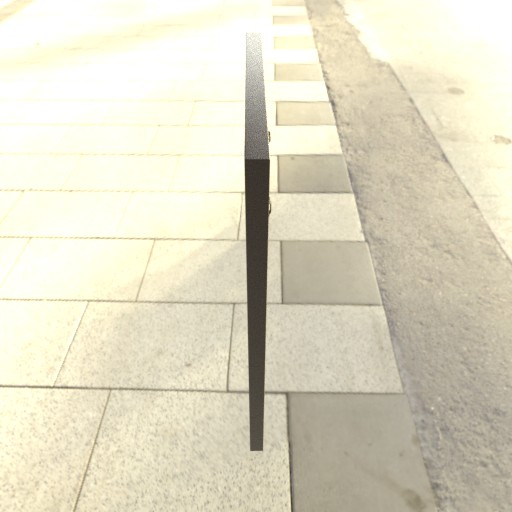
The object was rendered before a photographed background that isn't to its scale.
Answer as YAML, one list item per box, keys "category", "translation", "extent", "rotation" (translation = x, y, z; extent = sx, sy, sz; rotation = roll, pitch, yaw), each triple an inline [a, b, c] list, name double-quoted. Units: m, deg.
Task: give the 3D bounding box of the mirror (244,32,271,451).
- category: "mirror"
  translation: [0.000, 0.000, 1.155]
  extent: [0.041, 0.915, 0.609]
  rotation: [0, 42, -1]
